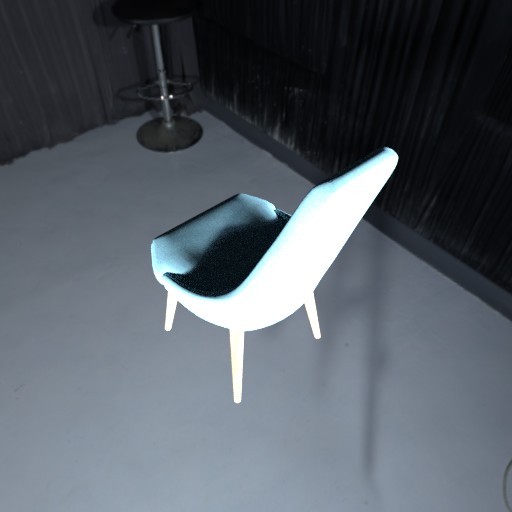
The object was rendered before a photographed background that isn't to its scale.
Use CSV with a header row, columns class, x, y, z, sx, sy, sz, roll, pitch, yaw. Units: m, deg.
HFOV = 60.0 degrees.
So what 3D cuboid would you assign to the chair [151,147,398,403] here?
class,x,y,z,sx,sy,sz,roll,pitch,yaw
chair,0.000,0.000,1.399,0.510,1.040,0.660,-32,55,-26
